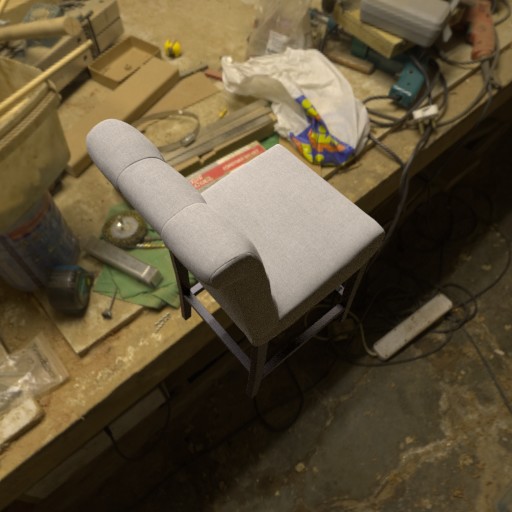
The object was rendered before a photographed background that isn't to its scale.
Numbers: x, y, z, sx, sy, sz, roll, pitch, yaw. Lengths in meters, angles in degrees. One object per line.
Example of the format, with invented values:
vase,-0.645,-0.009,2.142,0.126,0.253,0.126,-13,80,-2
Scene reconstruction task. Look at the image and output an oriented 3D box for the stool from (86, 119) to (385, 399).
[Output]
stool,0.000,0.000,1.366,0.601,1.040,0.493,-36,65,-20
